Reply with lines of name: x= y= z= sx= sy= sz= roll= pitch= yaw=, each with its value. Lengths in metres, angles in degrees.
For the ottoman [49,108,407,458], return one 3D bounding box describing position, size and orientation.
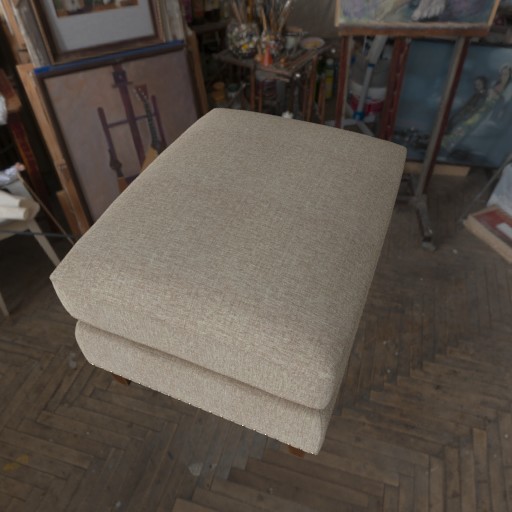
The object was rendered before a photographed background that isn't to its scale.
ottoman: x=0.000 y=0.000 z=1.129 sx=0.584 sy=0.513 sz=0.741 roll=16 pitch=48 yaw=15
